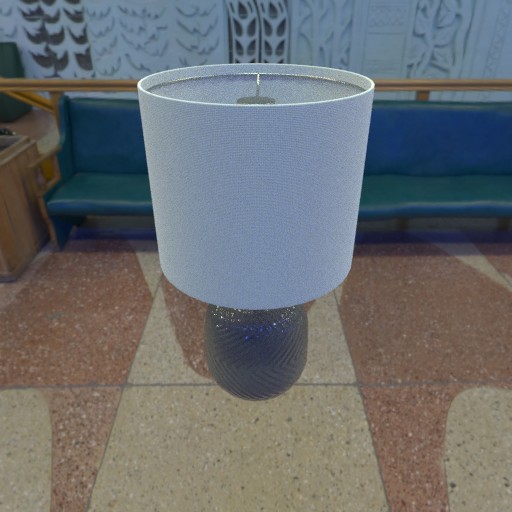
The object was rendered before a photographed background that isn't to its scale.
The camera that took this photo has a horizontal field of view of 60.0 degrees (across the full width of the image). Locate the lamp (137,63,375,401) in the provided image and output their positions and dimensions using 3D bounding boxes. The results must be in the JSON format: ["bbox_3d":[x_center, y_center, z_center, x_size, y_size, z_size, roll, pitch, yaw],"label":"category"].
[{"bbox_3d":[0.000,0.000,0.489,0.207,0.366,0.207,1,31,1],"label":"lamp"}]
